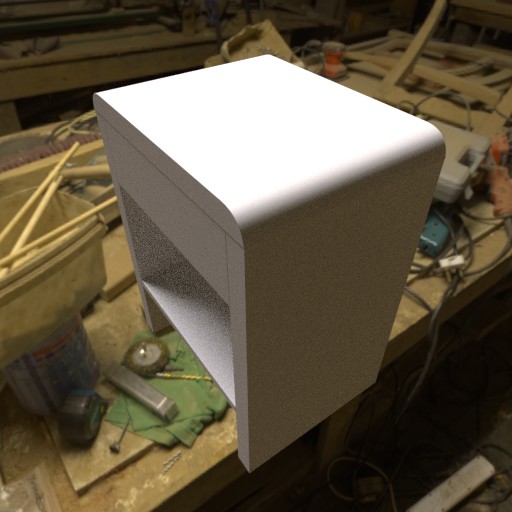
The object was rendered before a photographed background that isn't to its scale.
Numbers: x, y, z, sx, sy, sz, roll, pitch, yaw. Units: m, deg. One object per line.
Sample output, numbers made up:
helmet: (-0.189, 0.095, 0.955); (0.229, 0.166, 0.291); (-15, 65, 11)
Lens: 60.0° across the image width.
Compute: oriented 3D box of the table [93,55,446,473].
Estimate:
table: (0.000, 0.000, 0.855); (0.350, 0.590, 0.450); (-25, 47, -26)
